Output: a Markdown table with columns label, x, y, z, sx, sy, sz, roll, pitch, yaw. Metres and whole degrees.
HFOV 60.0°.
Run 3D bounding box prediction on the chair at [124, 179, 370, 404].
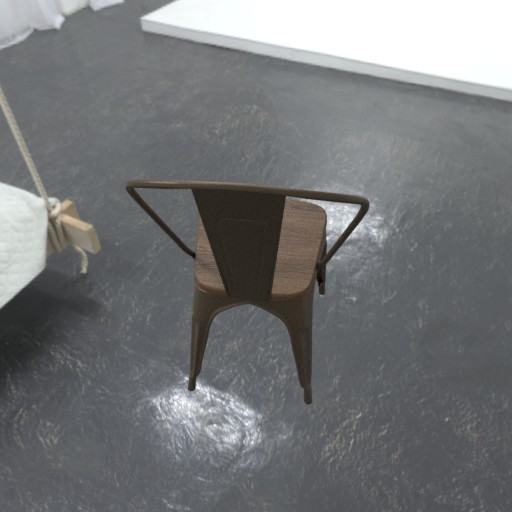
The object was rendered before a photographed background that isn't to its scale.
| label | x | y | z | sx | sy | sz | roll | pitch | yaw |
| --- | --- | --- | --- | --- | --- | --- | --- | --- | --- |
| chair | 0.000 | 0.000 | 1.171 | 0.451 | 0.844 | 0.532 | 5 | 46 | 5 |
